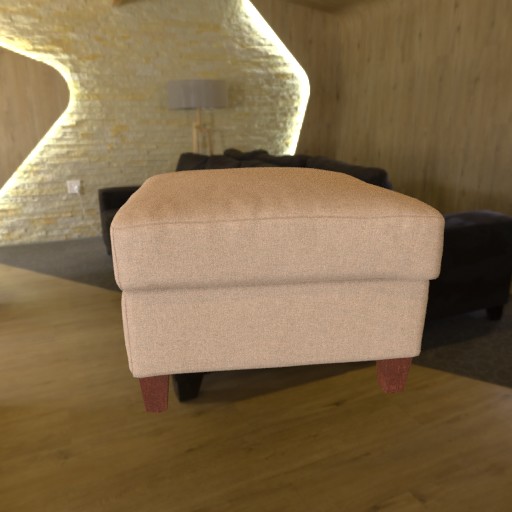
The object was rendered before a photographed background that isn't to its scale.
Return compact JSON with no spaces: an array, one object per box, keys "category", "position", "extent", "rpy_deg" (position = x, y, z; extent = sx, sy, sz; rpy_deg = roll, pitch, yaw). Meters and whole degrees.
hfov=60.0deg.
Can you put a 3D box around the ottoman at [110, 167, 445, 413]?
[{"category":"ottoman","position":[0.000,0.000,1.335],"extent":[0.692,0.511,0.902],"rpy_deg":[-2,16,-8]}]
